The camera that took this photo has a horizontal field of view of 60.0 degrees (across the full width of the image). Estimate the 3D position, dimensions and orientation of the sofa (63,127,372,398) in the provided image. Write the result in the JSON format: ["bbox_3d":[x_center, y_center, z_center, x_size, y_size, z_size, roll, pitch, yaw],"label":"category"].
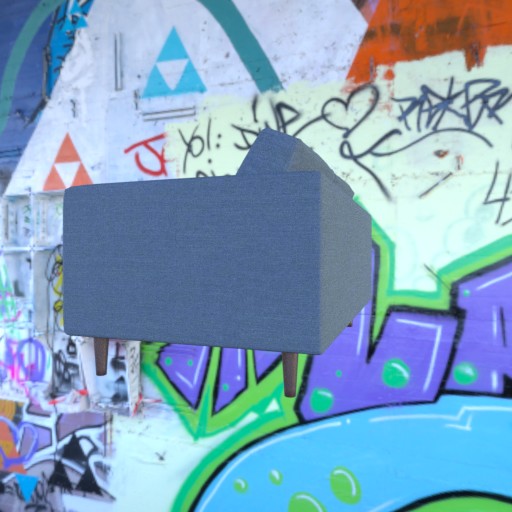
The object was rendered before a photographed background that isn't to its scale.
[{"bbox_3d":[0.000,0.000,2.249,0.999,0.907,1.659,0,1,20],"label":"sofa"}]
